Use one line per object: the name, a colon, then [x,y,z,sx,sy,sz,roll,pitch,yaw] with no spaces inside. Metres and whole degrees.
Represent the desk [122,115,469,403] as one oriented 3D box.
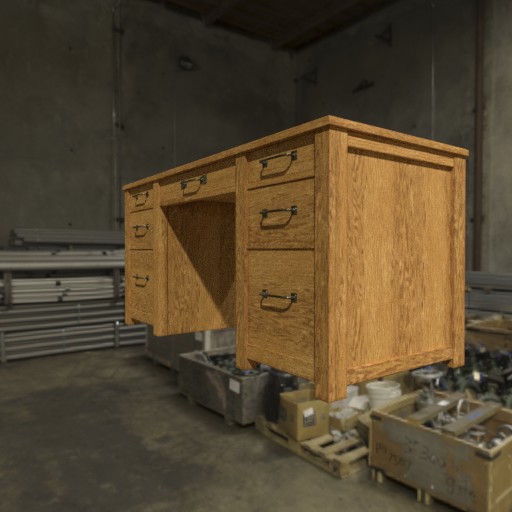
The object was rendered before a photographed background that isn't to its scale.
desk: [0.000,0.000,1.973,0.685,0.751,1.567,-1,1,-36]
